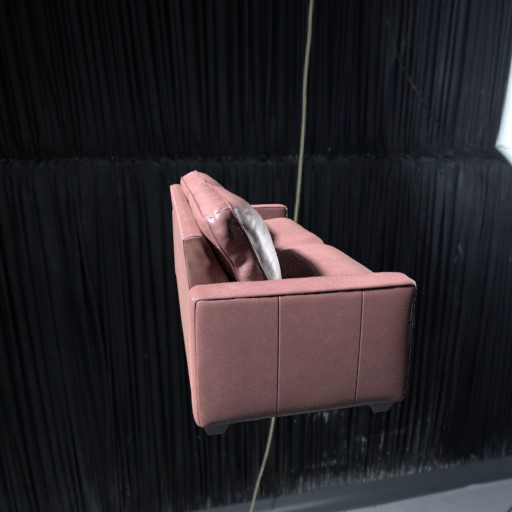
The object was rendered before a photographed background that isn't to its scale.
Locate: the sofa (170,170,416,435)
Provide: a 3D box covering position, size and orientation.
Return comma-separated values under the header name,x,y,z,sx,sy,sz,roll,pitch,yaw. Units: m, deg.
name,x,y,z,sx,sy,sz,roll,pitch,yaw
sofa,0.000,0.000,2.671,0.940,0.919,2.080,-3,16,-12
